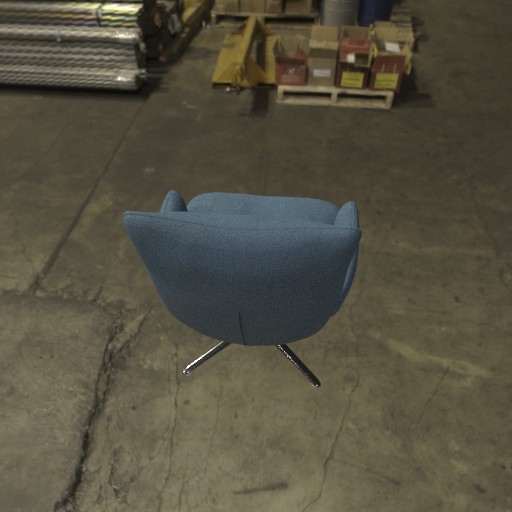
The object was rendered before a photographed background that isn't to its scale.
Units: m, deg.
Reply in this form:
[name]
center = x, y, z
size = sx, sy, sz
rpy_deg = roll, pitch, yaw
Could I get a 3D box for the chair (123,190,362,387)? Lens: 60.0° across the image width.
[chair]
center = 0.000, 0.000, 1.598
size = 0.711, 1.016, 0.889
rpy_deg = 4, 47, 4
